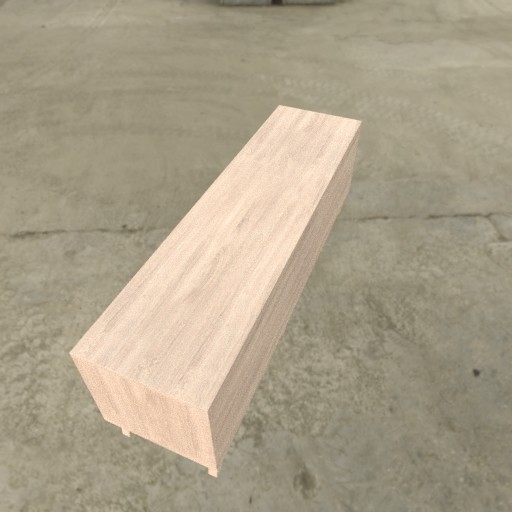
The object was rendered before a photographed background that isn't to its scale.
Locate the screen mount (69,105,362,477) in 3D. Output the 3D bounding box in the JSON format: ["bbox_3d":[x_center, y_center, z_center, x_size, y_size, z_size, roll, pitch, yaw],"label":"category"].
[{"bbox_3d":[0.000,0.000,1.750,0.400,0.510,1.500,17,47,16],"label":"screen mount"}]
